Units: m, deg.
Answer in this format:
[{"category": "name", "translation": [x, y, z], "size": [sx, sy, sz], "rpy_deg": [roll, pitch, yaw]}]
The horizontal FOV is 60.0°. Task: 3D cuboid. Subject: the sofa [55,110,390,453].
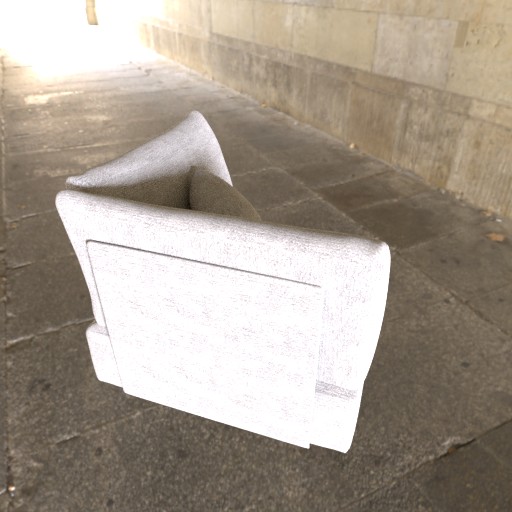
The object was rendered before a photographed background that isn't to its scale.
[{"category": "sofa", "translation": [0.000, 0.000, 1.724], "size": [1.000, 0.820, 1.000], "rpy_deg": [11, 34, 16]}]
